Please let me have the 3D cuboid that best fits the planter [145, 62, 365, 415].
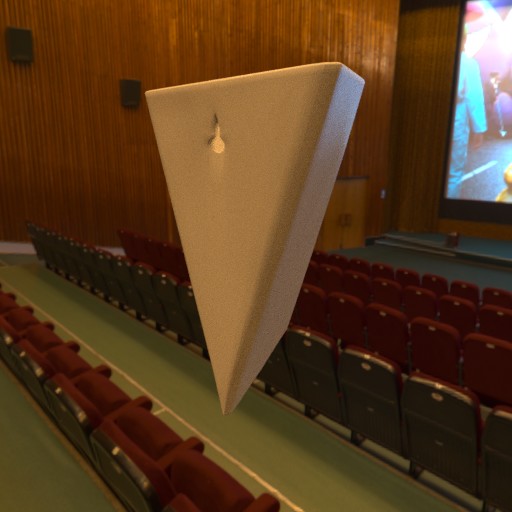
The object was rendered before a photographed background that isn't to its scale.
[{"bbox_3d":[0.000,0.000,0.272,0.060,0.197,0.150,-13,19,-42],"label":"planter"}]
